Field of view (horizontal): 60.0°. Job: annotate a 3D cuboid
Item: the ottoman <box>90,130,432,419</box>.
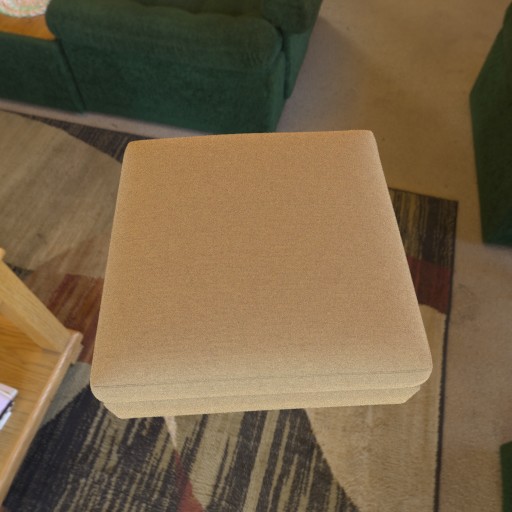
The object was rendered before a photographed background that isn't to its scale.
[{"bbox_3d":[0.000,0.000,1.650,1.041,0.470,1.041,-2,58,-1],"label":"ottoman"}]
